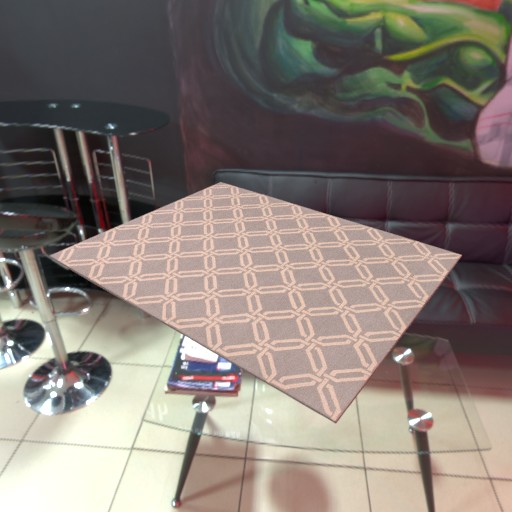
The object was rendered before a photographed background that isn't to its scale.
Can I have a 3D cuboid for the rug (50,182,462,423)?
[{"bbox_3d":[0.000,0.000,3.956,2.895,0.018,2.288,22,37,32],"label":"rug"}]
